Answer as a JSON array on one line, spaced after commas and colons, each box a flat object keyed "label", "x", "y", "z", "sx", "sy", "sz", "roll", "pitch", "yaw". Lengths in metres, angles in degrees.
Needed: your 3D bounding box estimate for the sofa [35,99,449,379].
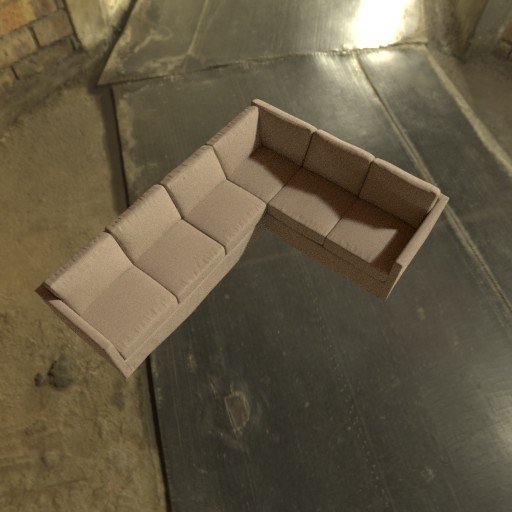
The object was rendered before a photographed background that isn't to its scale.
[{"label": "sofa", "x": 0.000, "y": 0.000, "z": 4.321, "sx": 2.432, "sy": 0.871, "sz": 3.182, "roll": 33, "pitch": 63, "yaw": 19}]
